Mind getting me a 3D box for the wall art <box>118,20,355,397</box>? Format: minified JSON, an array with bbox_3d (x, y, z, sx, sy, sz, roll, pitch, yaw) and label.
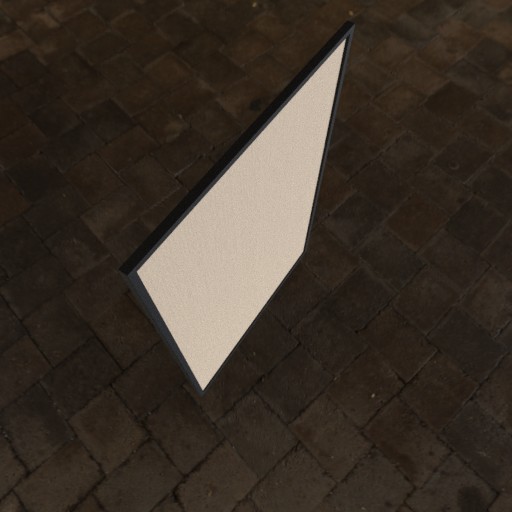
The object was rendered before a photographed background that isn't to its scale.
[{"bbox_3d":[0.000,0.000,0.807,0.013,0.657,0.457,31,67,15],"label":"wall art"}]
